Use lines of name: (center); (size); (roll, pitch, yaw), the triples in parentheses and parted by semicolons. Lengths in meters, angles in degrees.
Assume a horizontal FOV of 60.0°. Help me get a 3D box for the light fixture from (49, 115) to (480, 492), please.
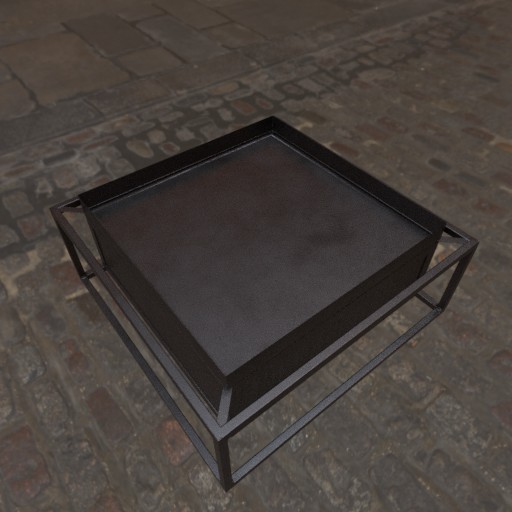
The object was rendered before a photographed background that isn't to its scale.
light fixture: (0.000, 0.000, 0.685); (0.441, 0.191, 0.441); (-30, 53, -25)
